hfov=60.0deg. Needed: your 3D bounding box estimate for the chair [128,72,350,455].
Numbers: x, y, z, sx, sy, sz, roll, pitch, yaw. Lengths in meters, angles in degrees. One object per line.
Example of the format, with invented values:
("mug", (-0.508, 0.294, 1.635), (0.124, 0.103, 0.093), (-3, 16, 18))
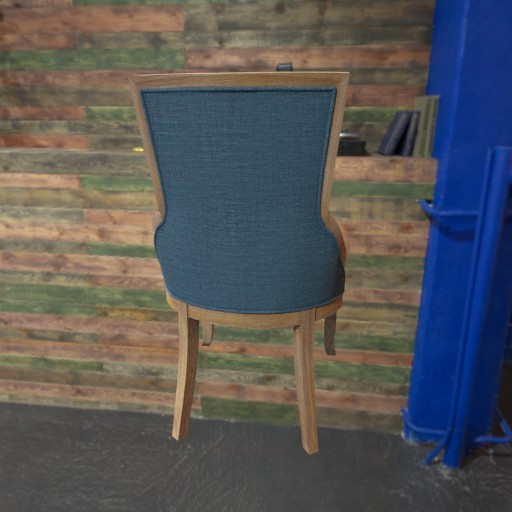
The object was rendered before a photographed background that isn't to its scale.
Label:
("chair", (0.000, 0.000, 1.303), (0.524, 0.947, 0.641), (3, 17, 8))
